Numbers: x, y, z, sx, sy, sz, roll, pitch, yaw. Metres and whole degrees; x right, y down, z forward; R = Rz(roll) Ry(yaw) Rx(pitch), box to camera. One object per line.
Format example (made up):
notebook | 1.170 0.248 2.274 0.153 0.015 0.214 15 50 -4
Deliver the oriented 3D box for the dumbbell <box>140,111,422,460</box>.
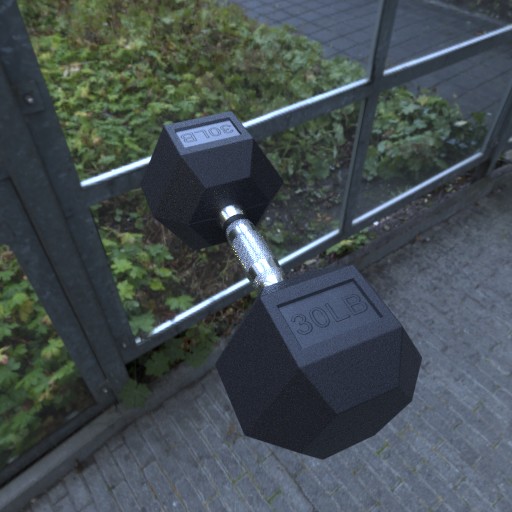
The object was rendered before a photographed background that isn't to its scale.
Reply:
dumbbell | 0.000 0.000 0.398 0.142 0.123 0.337 -18 49 -16
